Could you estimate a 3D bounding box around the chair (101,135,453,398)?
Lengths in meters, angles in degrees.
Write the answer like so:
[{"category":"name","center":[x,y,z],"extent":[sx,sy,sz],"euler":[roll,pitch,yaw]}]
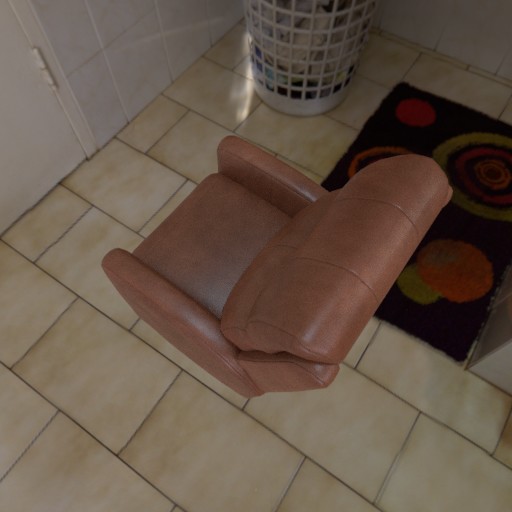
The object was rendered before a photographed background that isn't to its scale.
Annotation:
[{"category":"chair","center":[0.000,0.000,1.653],"extent":[0.939,1.016,0.787],"euler":[33,67,16]}]
